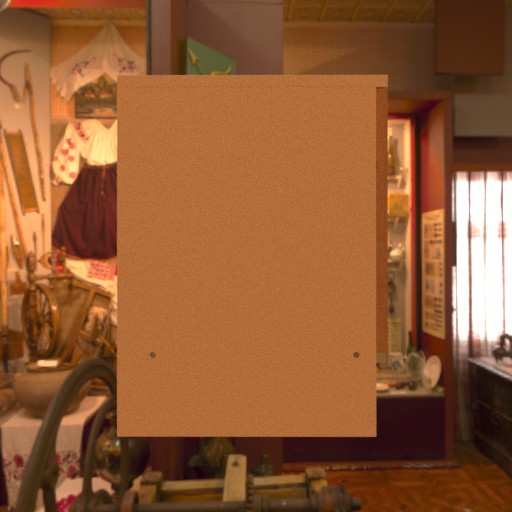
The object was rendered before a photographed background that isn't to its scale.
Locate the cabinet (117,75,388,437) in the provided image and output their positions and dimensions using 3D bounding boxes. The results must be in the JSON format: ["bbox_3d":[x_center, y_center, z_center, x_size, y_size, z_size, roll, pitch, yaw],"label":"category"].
[{"bbox_3d":[0.000,0.000,0.939,0.400,0.522,0.600,0,0,0],"label":"cabinet"}]
